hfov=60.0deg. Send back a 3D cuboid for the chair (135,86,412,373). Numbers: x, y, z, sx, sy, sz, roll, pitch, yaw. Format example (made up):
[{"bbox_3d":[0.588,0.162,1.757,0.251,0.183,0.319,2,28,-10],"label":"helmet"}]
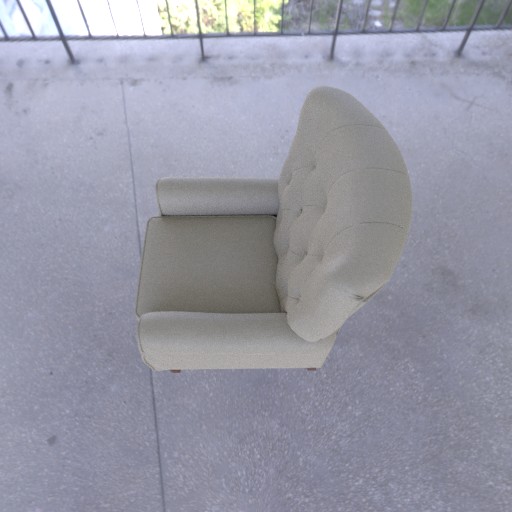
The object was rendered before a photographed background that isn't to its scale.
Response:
[{"bbox_3d":[0.000,0.000,1.953,1.059,1.158,0.943,-1,58,0],"label":"chair"}]
